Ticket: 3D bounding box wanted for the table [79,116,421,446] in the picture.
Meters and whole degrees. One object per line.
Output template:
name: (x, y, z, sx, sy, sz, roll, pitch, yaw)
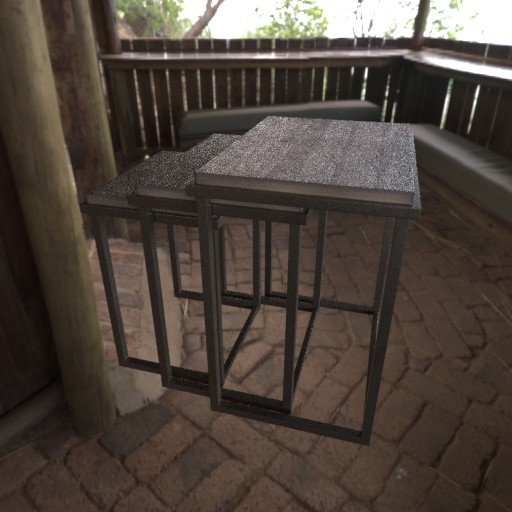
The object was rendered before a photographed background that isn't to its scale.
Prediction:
table: (0.000, 0.000, 1.161, 0.706, 0.610, 0.559, 8, 29, 14)
